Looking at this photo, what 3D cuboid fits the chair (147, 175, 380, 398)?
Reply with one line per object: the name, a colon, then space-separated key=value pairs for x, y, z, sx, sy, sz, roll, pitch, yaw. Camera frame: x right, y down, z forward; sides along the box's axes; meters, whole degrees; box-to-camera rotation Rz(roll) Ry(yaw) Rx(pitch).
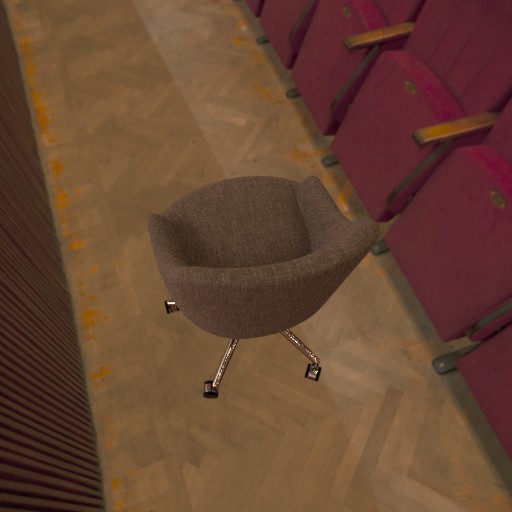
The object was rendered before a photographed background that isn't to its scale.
chair: x=0.000 y=0.000 z=1.390 sx=0.671 sy=0.950 sz=0.712 roll=-15 pitch=59 yaw=-9
